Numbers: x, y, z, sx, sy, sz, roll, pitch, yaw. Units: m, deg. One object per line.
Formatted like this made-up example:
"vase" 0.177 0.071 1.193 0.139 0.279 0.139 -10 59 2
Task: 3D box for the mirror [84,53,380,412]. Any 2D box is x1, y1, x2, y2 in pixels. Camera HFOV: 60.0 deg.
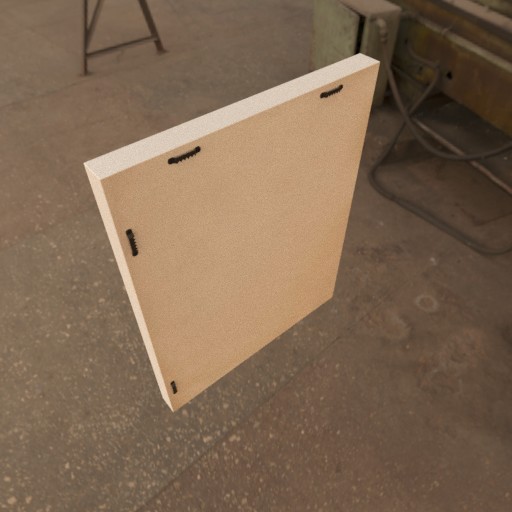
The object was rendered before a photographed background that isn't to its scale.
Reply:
"mirror" 0.000 0.000 0.697 0.406 0.509 0.041 -31 54 -26
